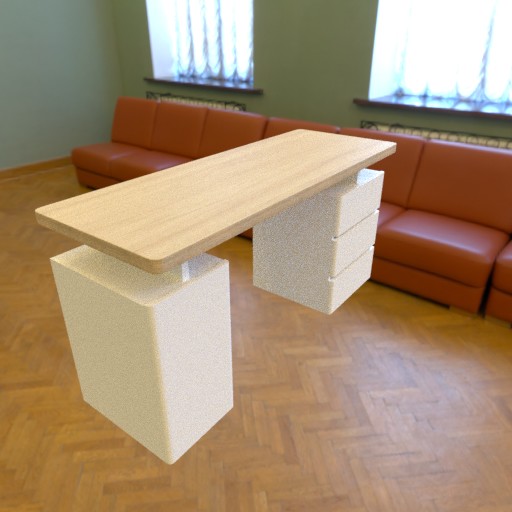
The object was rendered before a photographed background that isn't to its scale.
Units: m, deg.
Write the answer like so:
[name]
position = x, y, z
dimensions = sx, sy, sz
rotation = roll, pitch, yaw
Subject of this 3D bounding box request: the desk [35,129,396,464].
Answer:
[desk]
position = 0.000, 0.000, 1.881
dimensions = 0.550, 0.755, 1.500
rotation = 19, 33, 32
